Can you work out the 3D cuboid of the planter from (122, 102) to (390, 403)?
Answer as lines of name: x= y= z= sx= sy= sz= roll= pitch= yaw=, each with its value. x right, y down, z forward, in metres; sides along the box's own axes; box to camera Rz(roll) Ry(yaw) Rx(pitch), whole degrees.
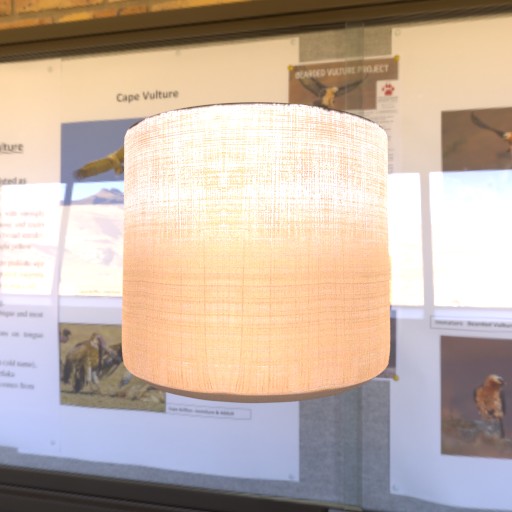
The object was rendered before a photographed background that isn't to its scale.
planter: x=0.000 y=0.000 z=0.438 sx=0.254 sy=0.221 sz=0.254 roll=0 pitch=0 yaw=0
